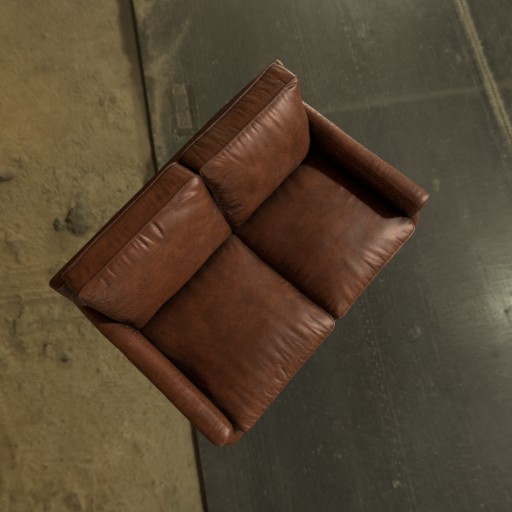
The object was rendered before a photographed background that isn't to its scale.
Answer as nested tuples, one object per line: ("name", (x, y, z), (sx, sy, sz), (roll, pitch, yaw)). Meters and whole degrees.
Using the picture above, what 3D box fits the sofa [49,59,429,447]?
("sofa", (0.000, 0.000, 2.285), (1.083, 1.003, 1.628), (41, 79, 9))
